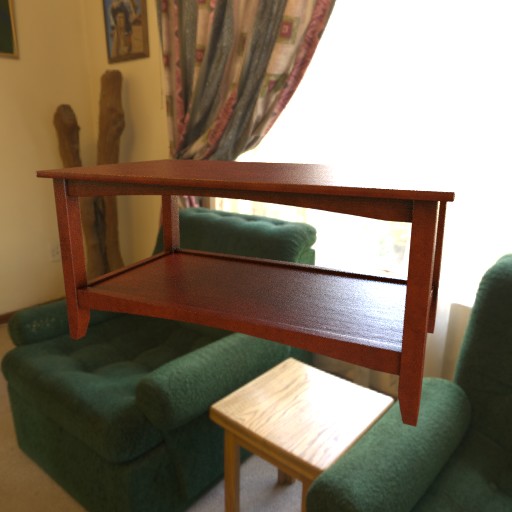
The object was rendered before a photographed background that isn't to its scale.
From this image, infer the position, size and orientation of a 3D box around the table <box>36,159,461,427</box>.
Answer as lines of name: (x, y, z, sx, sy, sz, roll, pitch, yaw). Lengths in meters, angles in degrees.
table: (0.000, 0.000, 1.184, 0.943, 0.456, 0.533, 7, 17, 24)
